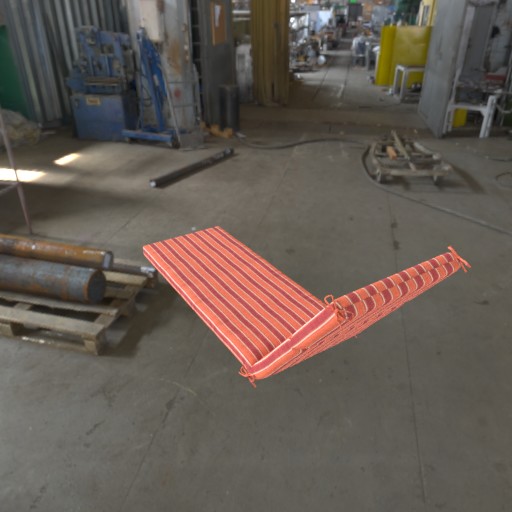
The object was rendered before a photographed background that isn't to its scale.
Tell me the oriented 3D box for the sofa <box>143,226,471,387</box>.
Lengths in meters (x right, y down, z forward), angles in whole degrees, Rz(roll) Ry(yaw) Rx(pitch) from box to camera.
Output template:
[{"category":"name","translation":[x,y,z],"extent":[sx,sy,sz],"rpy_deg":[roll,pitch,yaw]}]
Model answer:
[{"category":"sofa","translation":[0.000,0.000,2.000],"extent":[0.582,0.622,1.663],"rpy_deg":[-18,34,-29]}]
